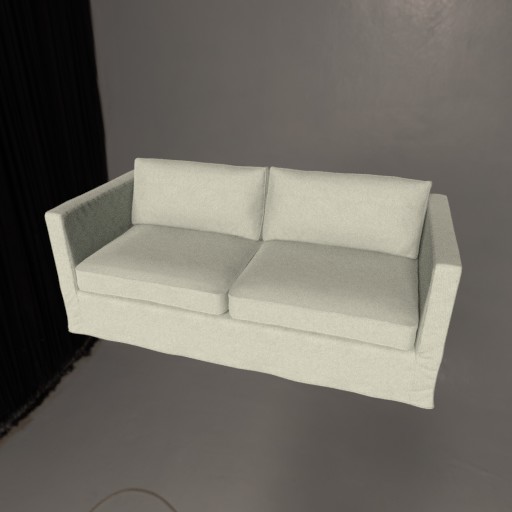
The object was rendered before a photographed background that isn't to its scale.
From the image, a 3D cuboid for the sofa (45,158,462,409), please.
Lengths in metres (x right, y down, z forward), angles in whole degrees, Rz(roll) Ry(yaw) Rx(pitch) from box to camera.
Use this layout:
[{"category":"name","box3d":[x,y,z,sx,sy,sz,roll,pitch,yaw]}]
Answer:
[{"category":"sofa","box3d":[0.000,0.000,2.474,1.987,0.870,0.940,8,28,16]}]
